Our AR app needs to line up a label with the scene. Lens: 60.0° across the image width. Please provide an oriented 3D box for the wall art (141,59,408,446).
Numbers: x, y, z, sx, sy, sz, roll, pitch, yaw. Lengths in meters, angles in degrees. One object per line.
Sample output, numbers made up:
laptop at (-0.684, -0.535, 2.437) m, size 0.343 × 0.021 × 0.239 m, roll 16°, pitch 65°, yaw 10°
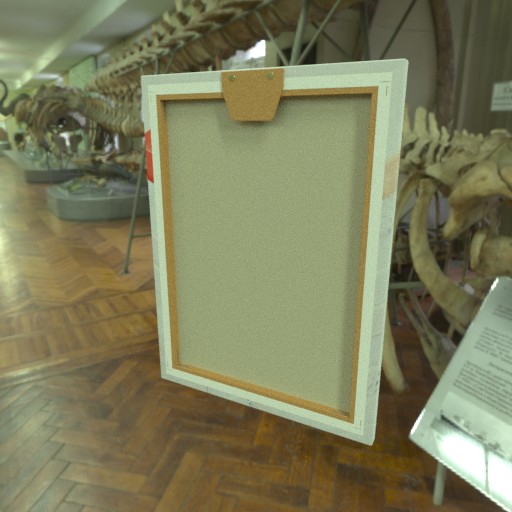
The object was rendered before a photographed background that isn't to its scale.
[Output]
wall art at (0.000, 0.000, 1.297) m, size 0.759 × 1.014 × 0.045 m, roll 9°, pitch 18°, yaw 27°
